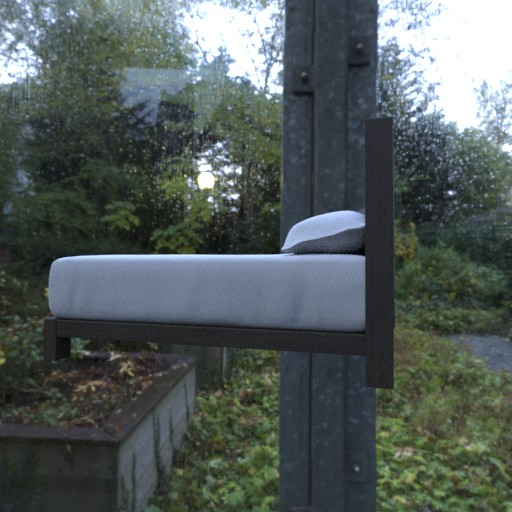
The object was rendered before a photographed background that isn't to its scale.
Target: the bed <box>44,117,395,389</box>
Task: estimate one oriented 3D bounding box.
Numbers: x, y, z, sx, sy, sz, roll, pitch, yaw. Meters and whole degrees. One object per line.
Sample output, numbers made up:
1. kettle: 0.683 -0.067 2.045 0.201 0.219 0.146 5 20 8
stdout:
1. bed: 0.000 0.000 3.382 2.012 1.270 2.134 0 -1 18
